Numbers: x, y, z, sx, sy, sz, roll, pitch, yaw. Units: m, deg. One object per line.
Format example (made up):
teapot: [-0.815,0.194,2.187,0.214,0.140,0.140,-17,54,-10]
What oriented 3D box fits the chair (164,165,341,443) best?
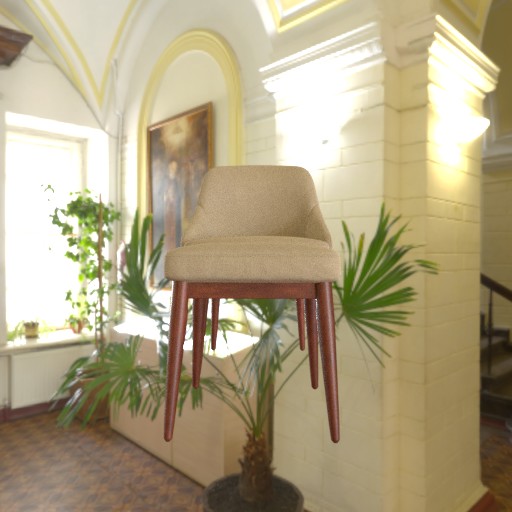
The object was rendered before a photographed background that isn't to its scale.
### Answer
chair: [0.000,0.000,1.583,0.584,0.866,1.114,0,0,1]
